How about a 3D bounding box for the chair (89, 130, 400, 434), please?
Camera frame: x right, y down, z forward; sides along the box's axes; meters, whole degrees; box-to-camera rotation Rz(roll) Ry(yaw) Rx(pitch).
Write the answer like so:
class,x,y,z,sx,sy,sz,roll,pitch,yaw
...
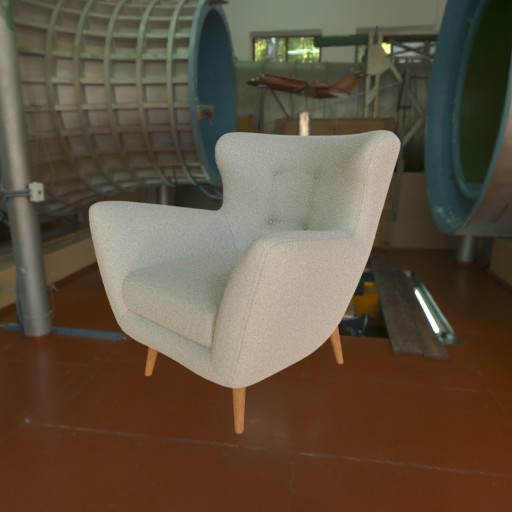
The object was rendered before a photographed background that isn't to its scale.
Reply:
class,x,y,z,sx,sy,sz,roll,pitch,yaw
chair,0.000,0.000,1.633,0.890,0.889,0.889,14,20,42
